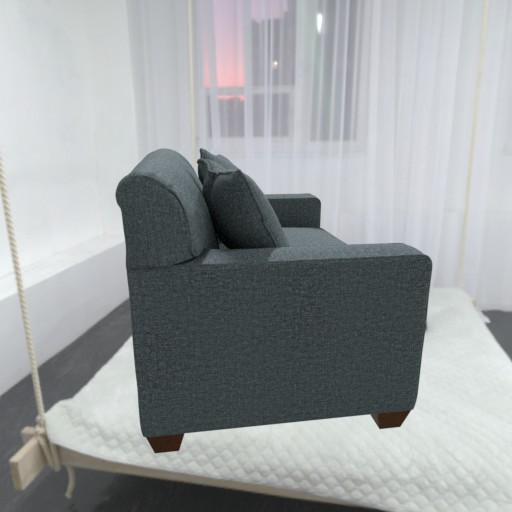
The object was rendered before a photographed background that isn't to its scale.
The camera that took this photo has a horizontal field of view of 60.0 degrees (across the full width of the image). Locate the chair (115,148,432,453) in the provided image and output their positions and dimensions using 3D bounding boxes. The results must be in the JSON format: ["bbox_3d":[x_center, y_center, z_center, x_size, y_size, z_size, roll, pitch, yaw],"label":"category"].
[{"bbox_3d":[0.000,0.000,2.026,1.000,0.948,1.383,-3,16,-9],"label":"chair"}]
